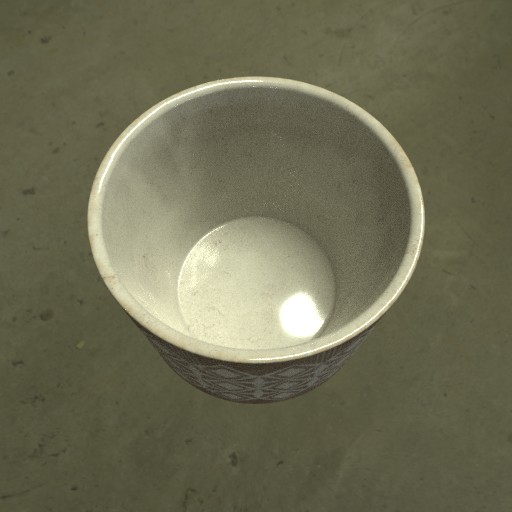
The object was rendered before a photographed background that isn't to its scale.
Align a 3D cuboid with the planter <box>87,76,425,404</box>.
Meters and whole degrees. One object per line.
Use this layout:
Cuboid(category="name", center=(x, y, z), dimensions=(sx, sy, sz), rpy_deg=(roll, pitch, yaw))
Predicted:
Cuboid(category="planter", center=(0.000, 0.000, 0.214), dimensions=(0.126, 0.104, 0.126), rpy_deg=(0, 64, 0))
